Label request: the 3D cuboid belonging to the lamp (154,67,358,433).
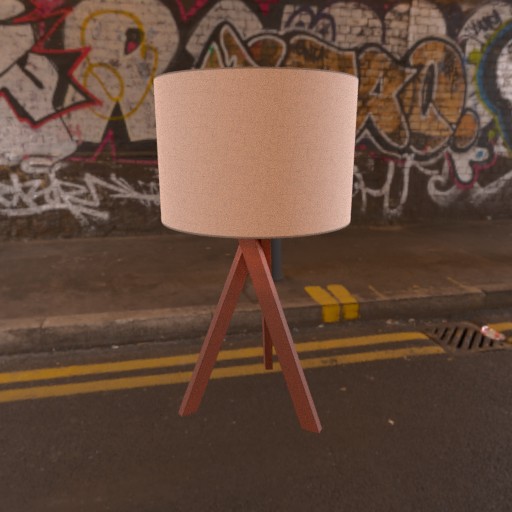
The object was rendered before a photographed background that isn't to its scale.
[{"bbox_3d":[0.000,0.000,0.931,0.380,0.686,0.380,7,17,25],"label":"lamp"}]
